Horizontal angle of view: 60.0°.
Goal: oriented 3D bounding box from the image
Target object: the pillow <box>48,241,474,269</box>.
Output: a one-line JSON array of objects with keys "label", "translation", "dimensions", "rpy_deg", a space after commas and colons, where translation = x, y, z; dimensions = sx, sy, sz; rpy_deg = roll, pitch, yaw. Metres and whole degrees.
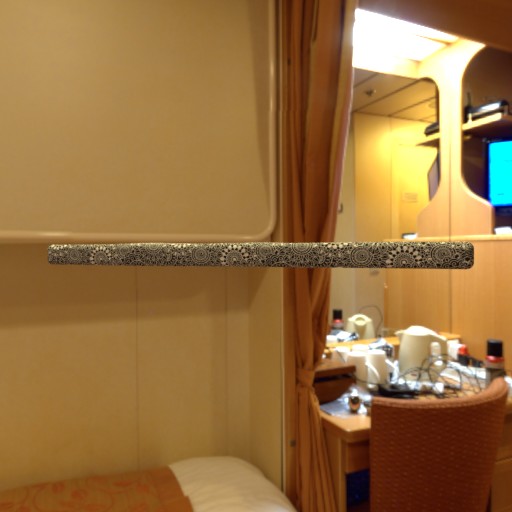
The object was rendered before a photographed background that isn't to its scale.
[{"label": "pillow", "translation": [0.000, 0.000, 1.348], "dimensions": [1.187, 0.081, 0.492], "rpy_deg": [0, 1, 19]}]
